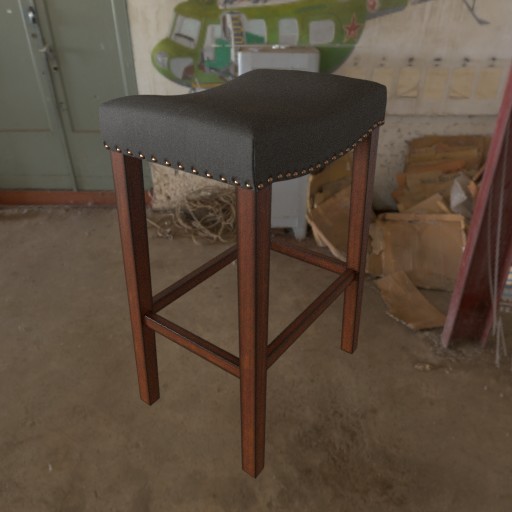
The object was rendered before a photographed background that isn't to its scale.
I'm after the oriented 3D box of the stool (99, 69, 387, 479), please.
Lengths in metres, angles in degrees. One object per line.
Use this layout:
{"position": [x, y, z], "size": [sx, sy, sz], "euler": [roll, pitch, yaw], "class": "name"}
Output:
{"position": [0.000, 0.000, 1.025], "size": [0.366, 0.748, 0.502], "euler": [21, 37, 30], "class": "stool"}
